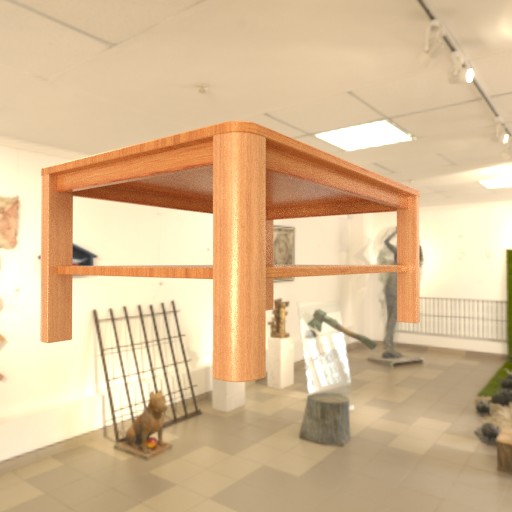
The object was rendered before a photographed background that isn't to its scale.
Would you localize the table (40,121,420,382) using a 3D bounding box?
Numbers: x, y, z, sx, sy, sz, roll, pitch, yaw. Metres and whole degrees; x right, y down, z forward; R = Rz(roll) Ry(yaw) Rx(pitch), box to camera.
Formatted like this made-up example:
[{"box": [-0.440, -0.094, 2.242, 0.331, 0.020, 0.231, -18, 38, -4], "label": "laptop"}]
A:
[{"box": [0.000, 0.000, 1.342, 0.696, 0.445, 0.997, -1, -1, 37], "label": "table"}]
